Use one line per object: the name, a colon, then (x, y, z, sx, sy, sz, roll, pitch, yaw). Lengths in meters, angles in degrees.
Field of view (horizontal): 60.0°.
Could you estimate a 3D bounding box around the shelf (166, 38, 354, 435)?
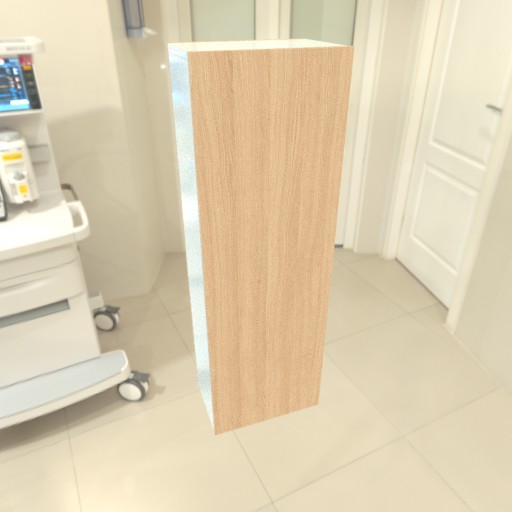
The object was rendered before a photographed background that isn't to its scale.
shelf: (0.000, 0.000, 1.020, 0.290, 0.882, 0.197, -10, 32, -17)
